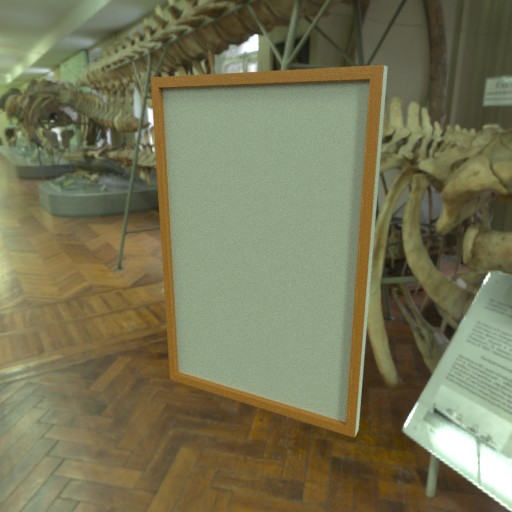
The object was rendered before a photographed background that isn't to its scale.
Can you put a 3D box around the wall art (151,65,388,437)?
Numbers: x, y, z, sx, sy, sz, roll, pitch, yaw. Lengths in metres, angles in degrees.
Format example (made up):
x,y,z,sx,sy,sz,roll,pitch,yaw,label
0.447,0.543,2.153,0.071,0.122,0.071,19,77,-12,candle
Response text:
x,y,z,sx,sy,sz,roll,pitch,yaw,label
0.000,0.000,0.791,0.405,0.608,0.025,9,19,26,wall art
